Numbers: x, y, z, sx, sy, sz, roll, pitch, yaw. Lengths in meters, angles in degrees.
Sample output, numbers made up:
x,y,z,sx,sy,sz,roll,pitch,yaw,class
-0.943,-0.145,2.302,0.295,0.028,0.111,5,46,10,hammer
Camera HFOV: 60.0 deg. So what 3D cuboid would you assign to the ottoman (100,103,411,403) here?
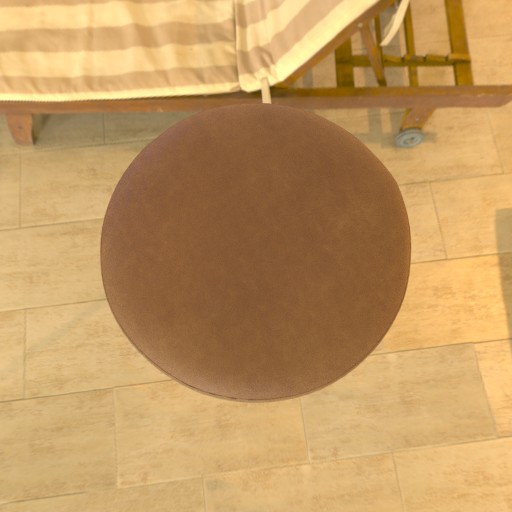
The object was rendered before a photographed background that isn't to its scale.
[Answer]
x,y,z,sx,sy,sz,roll,pitch,yaw,class
0.000,0.000,1.249,0.771,0.460,0.771,0,75,0,ottoman
